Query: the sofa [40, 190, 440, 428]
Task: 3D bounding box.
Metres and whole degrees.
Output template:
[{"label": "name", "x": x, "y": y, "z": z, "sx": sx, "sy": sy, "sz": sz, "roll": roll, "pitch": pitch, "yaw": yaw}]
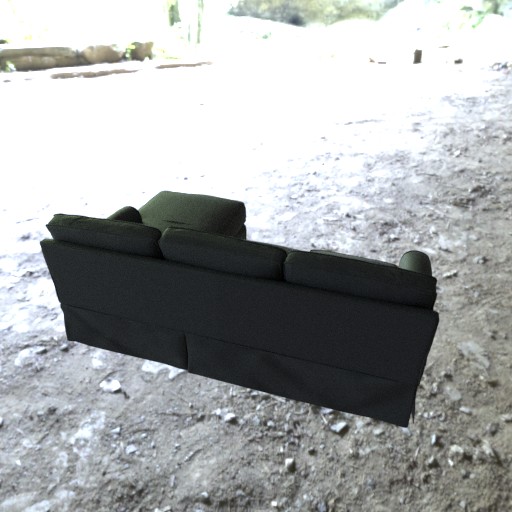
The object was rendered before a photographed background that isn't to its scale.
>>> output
[{"label": "sofa", "x": 0.000, "y": 0.000, "z": 3.381, "sx": 2.518, "sy": 1.039, "sz": 1.637, "roll": 10, "pitch": 34, "yaw": 15}]
